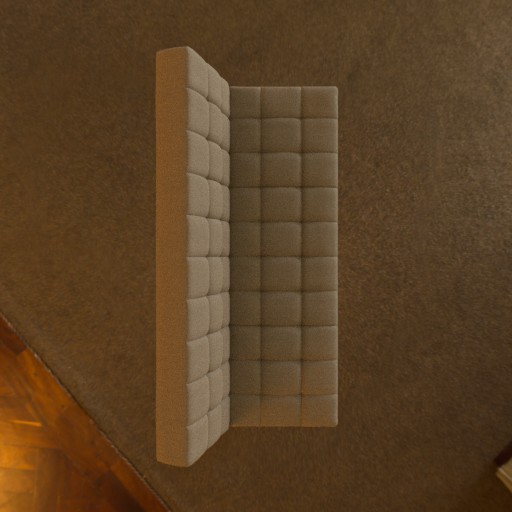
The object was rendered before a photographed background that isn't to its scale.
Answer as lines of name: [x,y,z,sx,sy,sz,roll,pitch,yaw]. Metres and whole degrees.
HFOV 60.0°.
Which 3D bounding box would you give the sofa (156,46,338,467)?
sofa: [0.000,0.000,2.257,0.860,0.810,1.800,0,90,0]
